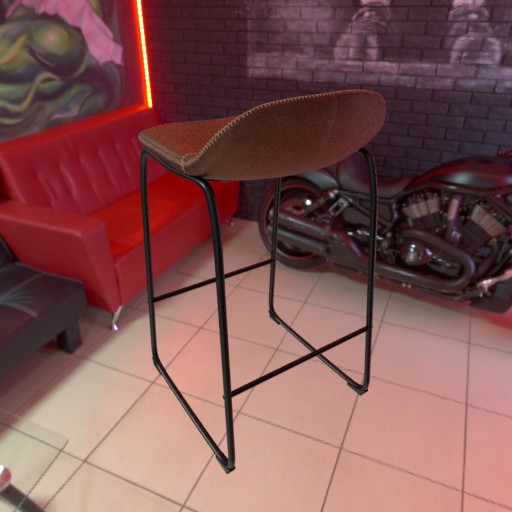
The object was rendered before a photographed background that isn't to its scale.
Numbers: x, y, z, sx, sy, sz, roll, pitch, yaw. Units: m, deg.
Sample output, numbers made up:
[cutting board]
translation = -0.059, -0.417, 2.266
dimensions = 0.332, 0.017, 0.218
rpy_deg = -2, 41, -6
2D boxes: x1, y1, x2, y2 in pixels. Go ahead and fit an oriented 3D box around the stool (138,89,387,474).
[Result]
[stool]
translation = 0.000, 0.000, 1.103
dimensions = 0.454, 0.830, 0.473
rpy_deg = -18, 34, -29
